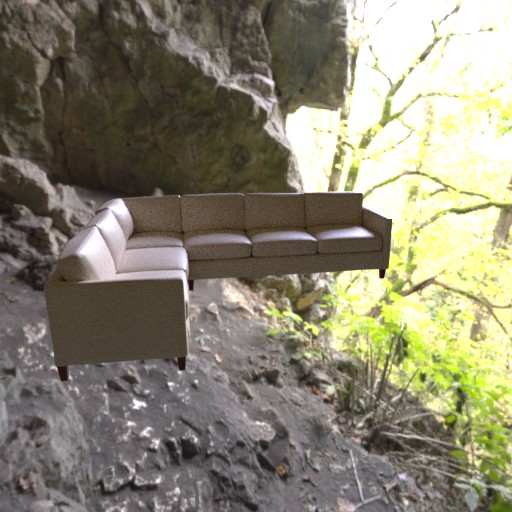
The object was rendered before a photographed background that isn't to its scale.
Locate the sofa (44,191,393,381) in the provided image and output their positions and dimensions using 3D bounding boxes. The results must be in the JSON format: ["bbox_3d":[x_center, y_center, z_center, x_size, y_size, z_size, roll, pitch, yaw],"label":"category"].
[{"bbox_3d":[0.000,0.000,4.426,3.302,0.947,2.593,-3,17,-9],"label":"sofa"}]
